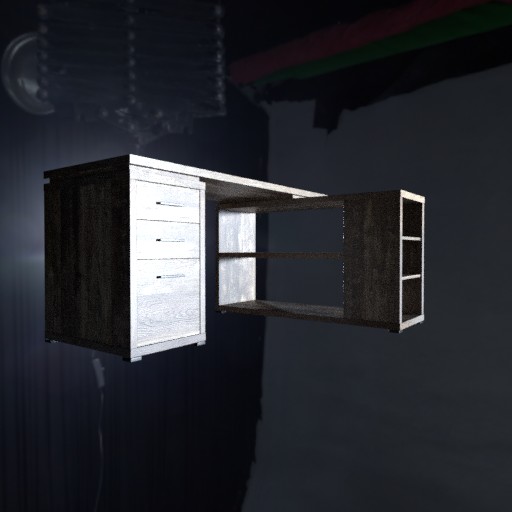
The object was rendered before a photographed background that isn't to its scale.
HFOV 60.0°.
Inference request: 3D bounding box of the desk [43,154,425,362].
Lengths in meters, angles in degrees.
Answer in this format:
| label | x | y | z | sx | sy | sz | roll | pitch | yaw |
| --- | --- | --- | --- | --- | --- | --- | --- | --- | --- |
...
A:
| label | x | y | z | sx | sy | sz | roll | pitch | yaw |
| --- | --- | --- | --- | --- | --- | --- | --- | --- | --- |
| desk | 0.000 | 0.000 | 2.212 | 1.200 | 0.753 | 1.524 | 1 | 1 | 37 |
